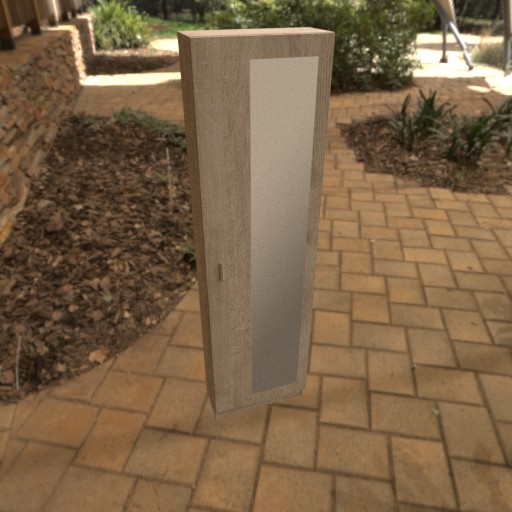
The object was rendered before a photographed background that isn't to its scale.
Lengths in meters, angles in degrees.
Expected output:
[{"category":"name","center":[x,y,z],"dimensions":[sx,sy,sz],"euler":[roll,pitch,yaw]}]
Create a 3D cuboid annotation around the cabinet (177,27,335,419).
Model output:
[{"category":"cabinet","center":[0.000,0.000,1.977],"dimensions":[0.500,1.790,0.230],"euler":[-10,33,-16]}]
